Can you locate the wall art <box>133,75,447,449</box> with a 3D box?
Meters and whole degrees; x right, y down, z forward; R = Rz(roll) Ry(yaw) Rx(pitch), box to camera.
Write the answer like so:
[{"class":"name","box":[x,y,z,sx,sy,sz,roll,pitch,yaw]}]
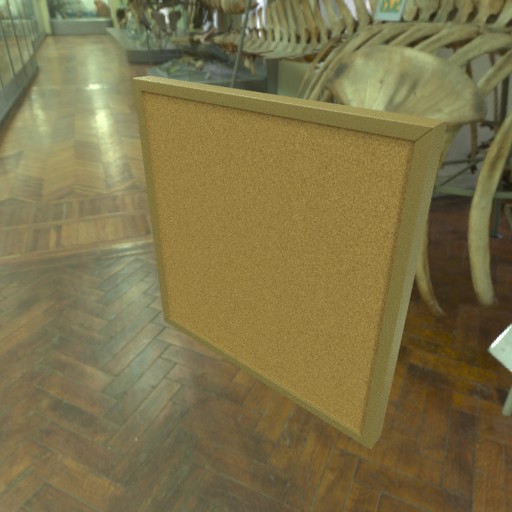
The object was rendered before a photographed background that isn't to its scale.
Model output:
[{"class":"wall art","box":[0.000,0.000,0.733,0.509,0.509,0.036,23,37,34]}]
